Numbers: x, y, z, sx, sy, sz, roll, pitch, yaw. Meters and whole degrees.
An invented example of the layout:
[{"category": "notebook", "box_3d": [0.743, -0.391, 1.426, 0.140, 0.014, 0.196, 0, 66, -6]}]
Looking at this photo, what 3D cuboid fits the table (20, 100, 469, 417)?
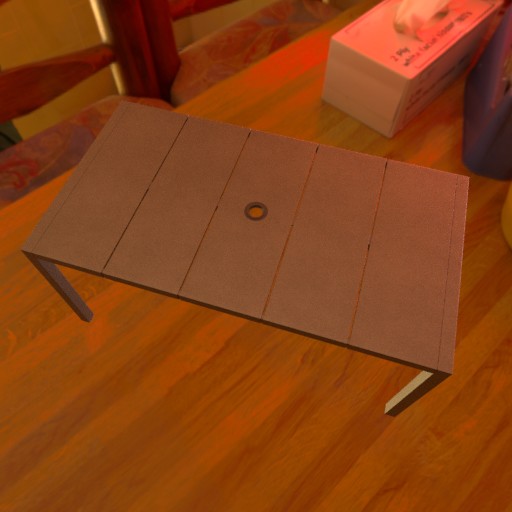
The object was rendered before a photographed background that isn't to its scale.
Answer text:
[{"category": "table", "box_3d": [0.000, 0.000, 2.166, 1.680, 0.735, 0.914, 15, 60, 9]}]
